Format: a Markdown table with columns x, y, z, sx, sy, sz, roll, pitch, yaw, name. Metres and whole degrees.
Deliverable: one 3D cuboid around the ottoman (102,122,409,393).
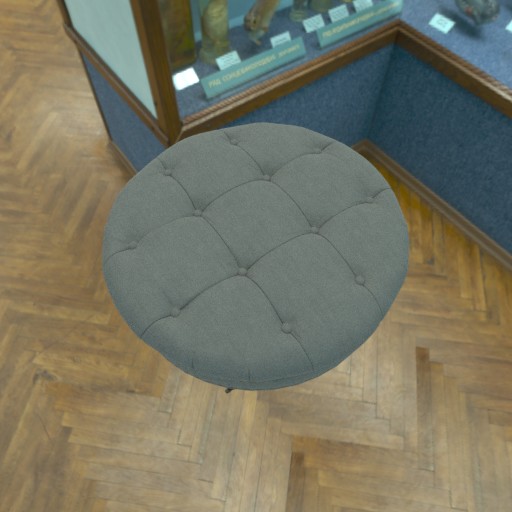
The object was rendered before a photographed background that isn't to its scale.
| x | y | z | sx | sy | sz | roll | pitch | yaw | name |
| --- | --- | --- | --- | --- | --- | --- | --- | --- | --- |
| 0.000 | 0.000 | 1.437 | 0.901 | 0.439 | 0.901 | 0 | 58 | 0 | ottoman |
